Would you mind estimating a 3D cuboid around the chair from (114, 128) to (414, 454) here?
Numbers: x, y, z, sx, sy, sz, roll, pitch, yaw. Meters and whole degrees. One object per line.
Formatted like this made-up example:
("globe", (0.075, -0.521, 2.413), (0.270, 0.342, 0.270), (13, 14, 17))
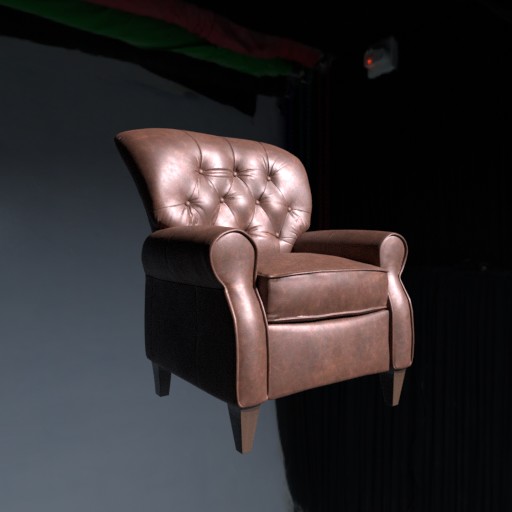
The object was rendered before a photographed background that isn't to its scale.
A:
("chair", (0.000, 0.000, 1.892), (0.979, 1.162, 1.031), (-1, 1, -35))
